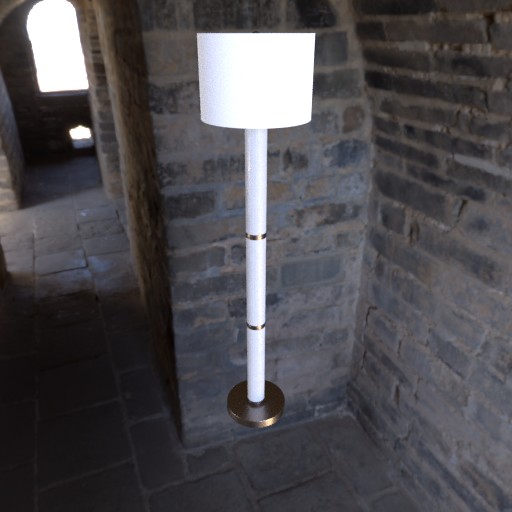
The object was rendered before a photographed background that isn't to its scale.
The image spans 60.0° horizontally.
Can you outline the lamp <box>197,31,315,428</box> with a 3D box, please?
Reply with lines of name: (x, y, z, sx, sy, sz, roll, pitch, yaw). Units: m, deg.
lamp: (0.000, 0.000, 1.767, 0.377, 1.599, 0.377, 9, 28, 17)
